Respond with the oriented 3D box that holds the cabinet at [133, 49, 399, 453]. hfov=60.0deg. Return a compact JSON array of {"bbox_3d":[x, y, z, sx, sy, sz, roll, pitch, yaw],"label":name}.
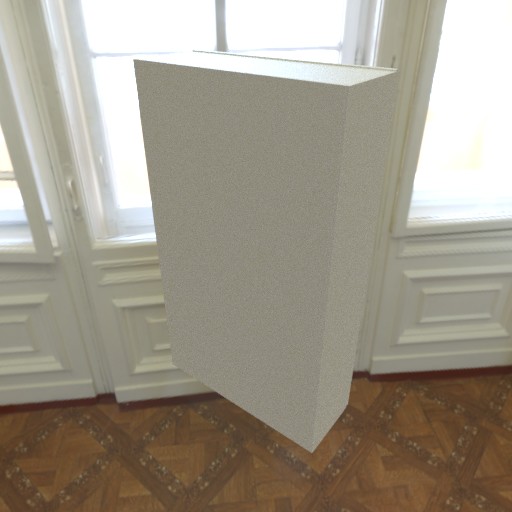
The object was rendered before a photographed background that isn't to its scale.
[{"bbox_3d":[0.000,0.000,2.680,1.250,2.160,0.480,22,37,32],"label":"cabinet"}]
